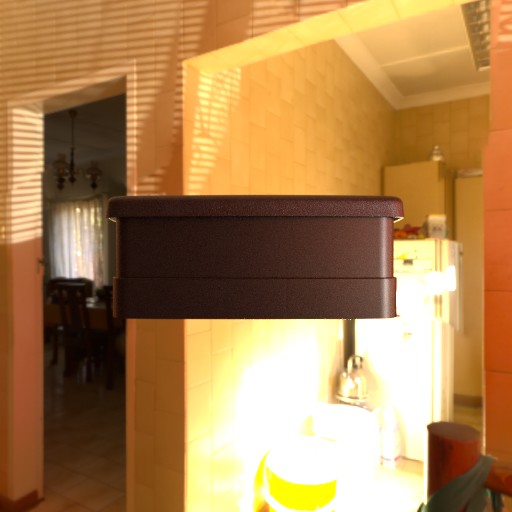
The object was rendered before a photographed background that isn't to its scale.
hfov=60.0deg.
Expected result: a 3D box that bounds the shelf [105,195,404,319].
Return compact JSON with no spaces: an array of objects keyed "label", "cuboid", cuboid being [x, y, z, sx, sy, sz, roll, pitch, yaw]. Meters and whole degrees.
[{"label":"shelf","cuboid":[0.000,0.000,0.549,0.280,0.100,0.410,0,0,0]}]
